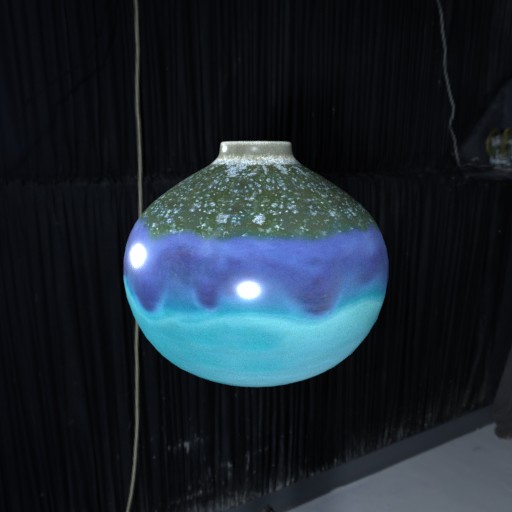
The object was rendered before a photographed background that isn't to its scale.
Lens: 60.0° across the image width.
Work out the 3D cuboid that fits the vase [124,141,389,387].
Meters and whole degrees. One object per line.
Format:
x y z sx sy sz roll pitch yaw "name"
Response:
0.000 0.000 0.266 0.154 0.133 0.154 0 13 0 "vase"
